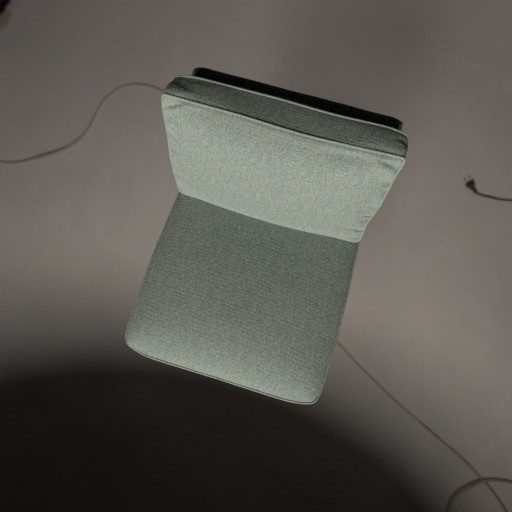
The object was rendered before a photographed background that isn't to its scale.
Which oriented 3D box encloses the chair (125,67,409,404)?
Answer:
[{"bbox_3d":[0.000,0.000,1.421,0.624,0.901,0.796,16,76,4],"label":"chair"}]
